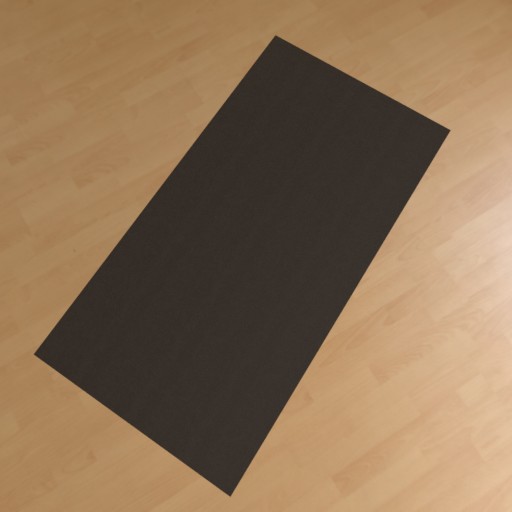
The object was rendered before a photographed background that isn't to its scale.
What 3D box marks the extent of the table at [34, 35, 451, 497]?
[{"bbox_3d":[0.000,0.000,1.359,0.574,0.435,1.095,32,78,8],"label":"table"}]
